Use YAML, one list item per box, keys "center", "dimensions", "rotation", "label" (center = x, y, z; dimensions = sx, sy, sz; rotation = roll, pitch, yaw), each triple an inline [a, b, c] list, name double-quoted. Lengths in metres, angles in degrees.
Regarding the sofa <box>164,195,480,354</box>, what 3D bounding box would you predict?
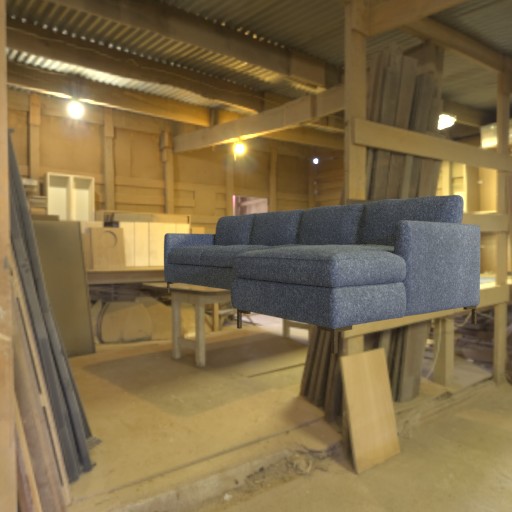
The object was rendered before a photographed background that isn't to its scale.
- center: [0.000, 0.000, 3.491]
  dimensions: [1.350, 0.810, 2.932]
  rotation: [-1, 2, -37]
  label: "sofa"
